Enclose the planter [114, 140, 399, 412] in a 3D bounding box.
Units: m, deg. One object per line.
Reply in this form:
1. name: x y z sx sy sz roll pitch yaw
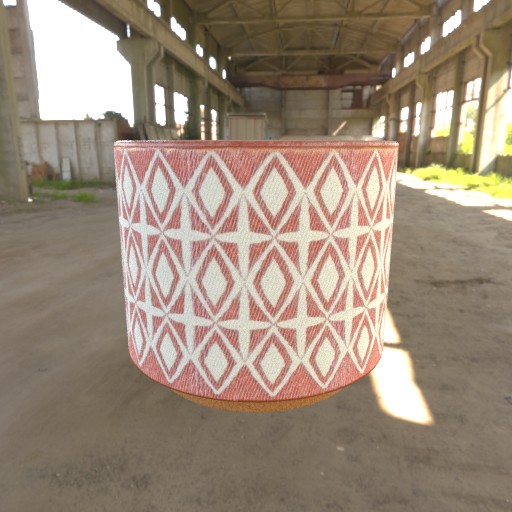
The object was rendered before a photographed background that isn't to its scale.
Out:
1. planter: 0.000 0.000 0.473 0.273 0.237 0.273 0 14 0
